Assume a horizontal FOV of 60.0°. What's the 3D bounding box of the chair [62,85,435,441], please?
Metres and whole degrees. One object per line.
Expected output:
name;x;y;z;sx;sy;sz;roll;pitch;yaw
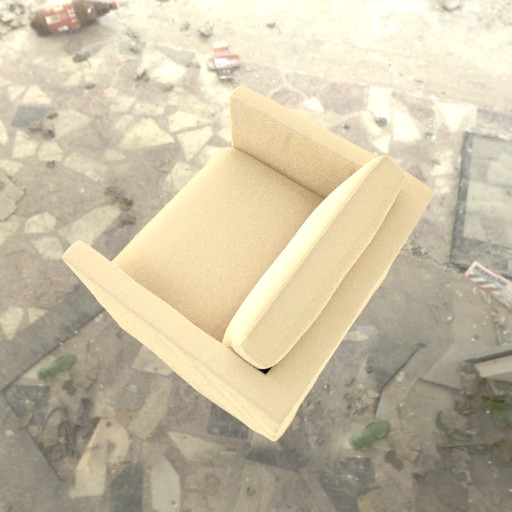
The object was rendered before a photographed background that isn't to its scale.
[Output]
chair;0.000;0.000;1.815;0.947;0.851;1.057;33;68;16
